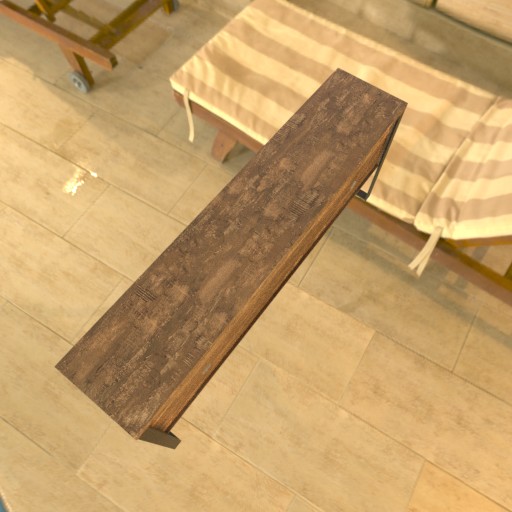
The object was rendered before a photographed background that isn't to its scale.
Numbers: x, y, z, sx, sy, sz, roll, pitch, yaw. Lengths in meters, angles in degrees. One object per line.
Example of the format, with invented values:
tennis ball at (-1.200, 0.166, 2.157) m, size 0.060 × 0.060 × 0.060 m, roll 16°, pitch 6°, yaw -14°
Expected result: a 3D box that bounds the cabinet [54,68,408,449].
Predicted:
cabinet at (0.000, 0.000, 2.123) m, size 0.395 × 0.762 × 1.800 m, roll 34°, pitch 69°, yaw 15°
